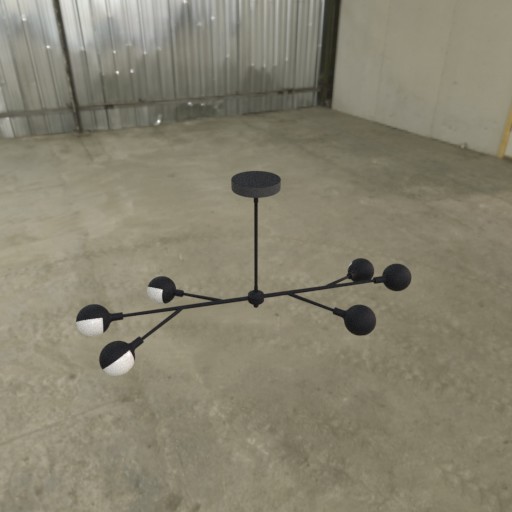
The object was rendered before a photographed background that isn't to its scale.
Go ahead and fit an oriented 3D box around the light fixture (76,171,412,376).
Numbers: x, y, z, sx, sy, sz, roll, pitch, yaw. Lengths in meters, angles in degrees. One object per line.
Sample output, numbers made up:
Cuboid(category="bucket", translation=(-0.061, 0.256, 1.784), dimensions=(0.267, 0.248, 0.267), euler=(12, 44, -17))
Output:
Cuboid(category="light fixture", translation=(0.000, 0.000, 0.993), dimensions=(0.778, 0.362, 0.434), euler=(1, 30, 2))
